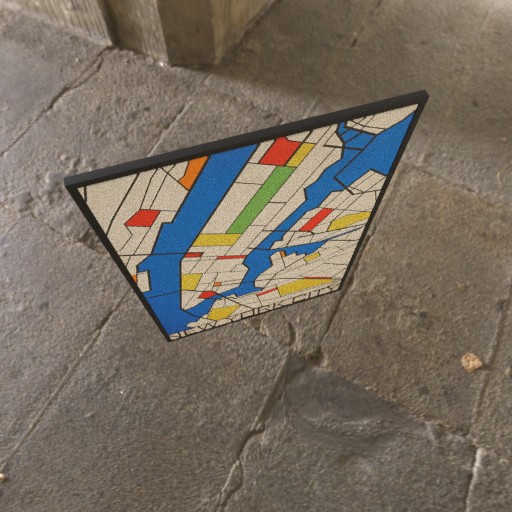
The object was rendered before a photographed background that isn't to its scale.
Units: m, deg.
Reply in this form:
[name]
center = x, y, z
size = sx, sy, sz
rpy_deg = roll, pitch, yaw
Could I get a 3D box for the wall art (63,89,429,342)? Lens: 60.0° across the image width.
[wall art]
center = 0.000, 0.000, 0.827
size = 0.457, 0.657, 0.013
rpy_deg = -16, 65, -8
